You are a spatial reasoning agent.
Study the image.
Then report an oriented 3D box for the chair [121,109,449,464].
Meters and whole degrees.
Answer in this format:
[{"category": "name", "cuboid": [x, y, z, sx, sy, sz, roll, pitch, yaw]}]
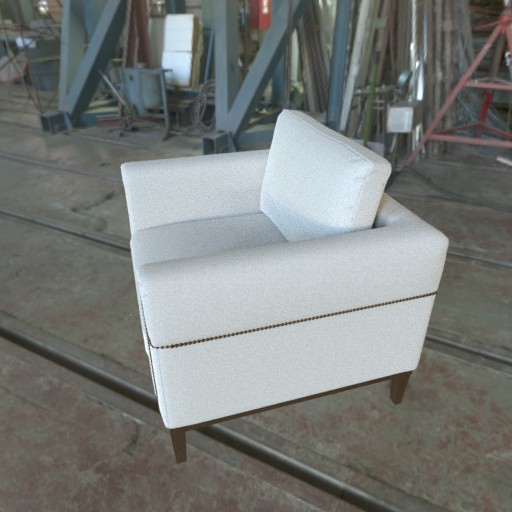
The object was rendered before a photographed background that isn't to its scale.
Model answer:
[{"category": "chair", "cuboid": [0.000, 0.000, 1.674, 0.896, 0.915, 0.982, -9, 31, -15]}]
